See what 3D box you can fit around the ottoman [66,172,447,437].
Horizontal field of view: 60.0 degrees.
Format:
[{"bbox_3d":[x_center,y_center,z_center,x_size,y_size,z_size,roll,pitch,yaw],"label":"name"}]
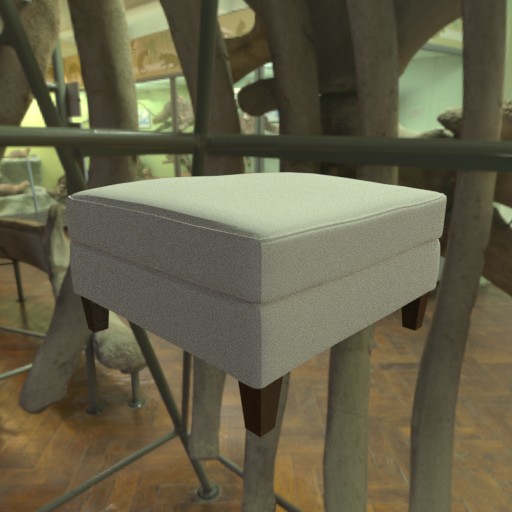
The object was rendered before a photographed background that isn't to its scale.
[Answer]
[{"bbox_3d":[0.000,0.000,1.372,0.838,0.479,0.838,14,21,42],"label":"ottoman"}]
